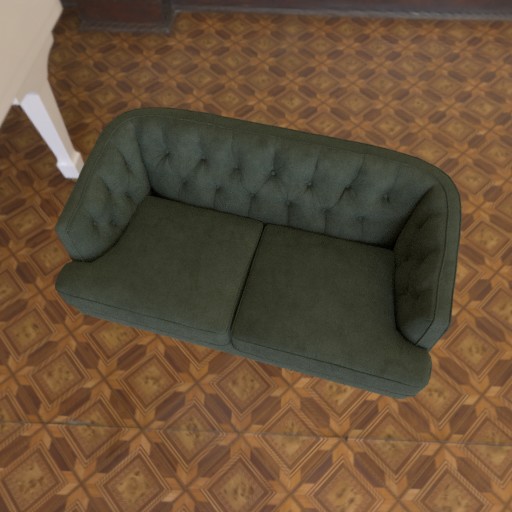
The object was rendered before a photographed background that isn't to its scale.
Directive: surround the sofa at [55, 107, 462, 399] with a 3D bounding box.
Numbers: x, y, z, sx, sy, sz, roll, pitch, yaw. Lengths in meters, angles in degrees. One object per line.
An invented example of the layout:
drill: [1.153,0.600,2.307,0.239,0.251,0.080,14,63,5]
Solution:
sofa: [0.000,0.000,2.187,1.733,0.855,0.941,13,59,8]
